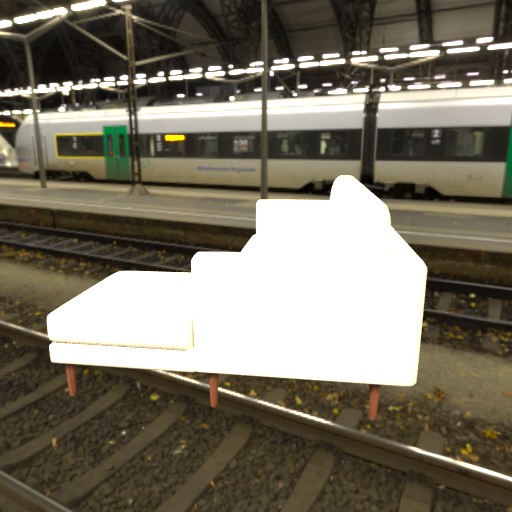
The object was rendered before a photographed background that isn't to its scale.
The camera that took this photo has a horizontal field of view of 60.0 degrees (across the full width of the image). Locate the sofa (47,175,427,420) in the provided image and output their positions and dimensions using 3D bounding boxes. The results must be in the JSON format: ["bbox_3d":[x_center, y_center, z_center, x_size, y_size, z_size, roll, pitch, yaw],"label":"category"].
[{"bbox_3d":[0.000,0.000,2.767,1.580,0.899,2.029,2,14,8],"label":"sofa"}]
